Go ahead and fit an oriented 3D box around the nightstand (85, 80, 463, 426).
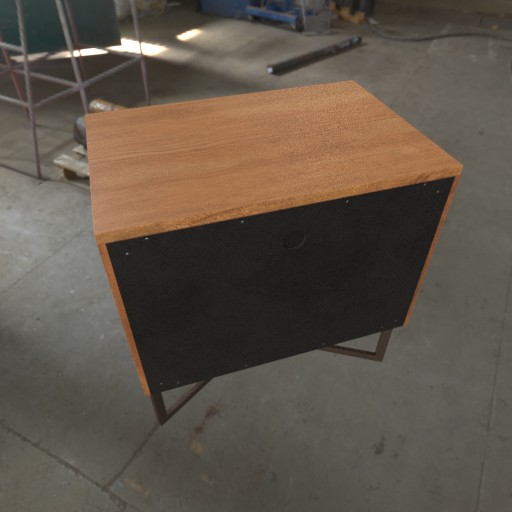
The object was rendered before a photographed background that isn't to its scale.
[{"bbox_3d":[0.000,0.000,1.047,0.613,0.615,0.427,-12,44,-13],"label":"nightstand"}]
